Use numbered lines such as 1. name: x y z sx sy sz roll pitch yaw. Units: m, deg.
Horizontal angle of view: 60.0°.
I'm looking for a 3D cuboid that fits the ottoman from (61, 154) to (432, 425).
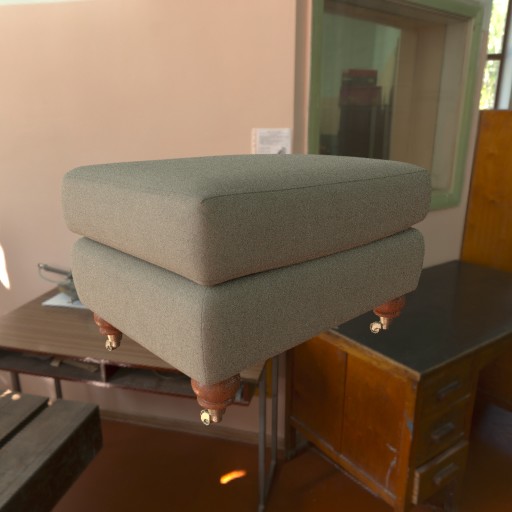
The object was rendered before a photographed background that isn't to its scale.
1. ottoman: 0.000 0.000 1.138 0.773 0.504 0.569 -14 21 -41
